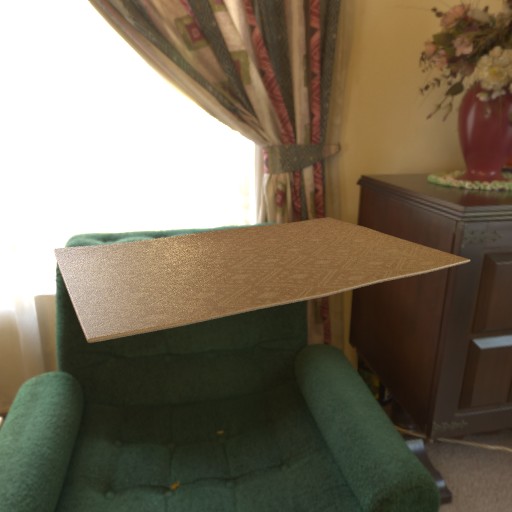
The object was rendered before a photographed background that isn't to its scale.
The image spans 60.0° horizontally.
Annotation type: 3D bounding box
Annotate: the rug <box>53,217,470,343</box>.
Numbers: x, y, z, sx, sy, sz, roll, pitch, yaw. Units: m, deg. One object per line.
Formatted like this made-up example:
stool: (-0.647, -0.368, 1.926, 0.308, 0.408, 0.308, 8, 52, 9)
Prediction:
rug: (0.000, 0.000, 3.047, 2.430, 0.053, 1.553, -9, 19, -27)
